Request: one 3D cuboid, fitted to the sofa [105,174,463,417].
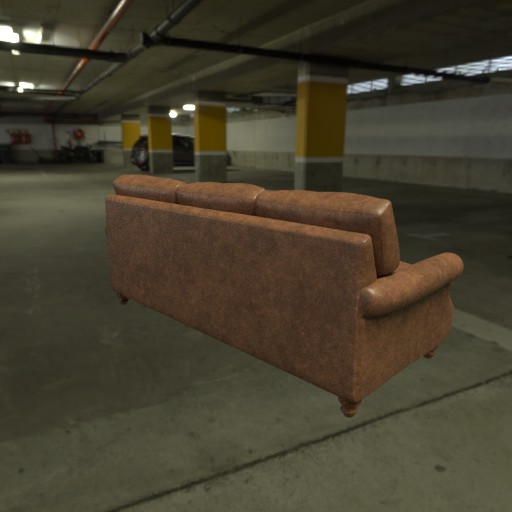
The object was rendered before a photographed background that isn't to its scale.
[{"bbox_3d":[0.000,0.000,2.853,0.973,0.977,2.351,-14,19,-43],"label":"sofa"}]
